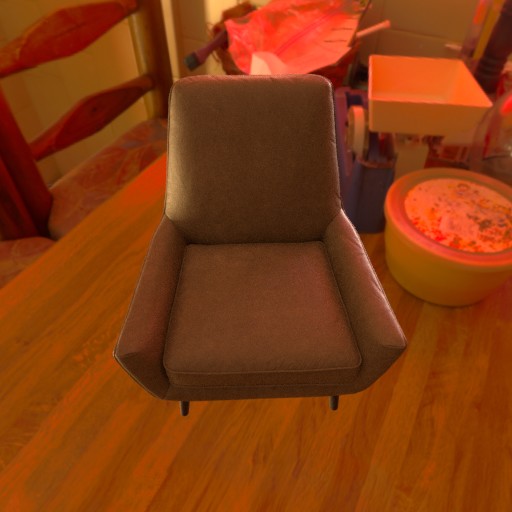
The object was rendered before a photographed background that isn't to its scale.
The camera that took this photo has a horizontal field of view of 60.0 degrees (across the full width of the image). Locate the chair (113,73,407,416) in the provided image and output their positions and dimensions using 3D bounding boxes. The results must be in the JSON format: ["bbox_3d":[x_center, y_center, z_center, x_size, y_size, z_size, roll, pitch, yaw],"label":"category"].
[{"bbox_3d":[0.000,0.000,1.468,0.787,0.888,0.824,-2,47,-2],"label":"chair"}]
